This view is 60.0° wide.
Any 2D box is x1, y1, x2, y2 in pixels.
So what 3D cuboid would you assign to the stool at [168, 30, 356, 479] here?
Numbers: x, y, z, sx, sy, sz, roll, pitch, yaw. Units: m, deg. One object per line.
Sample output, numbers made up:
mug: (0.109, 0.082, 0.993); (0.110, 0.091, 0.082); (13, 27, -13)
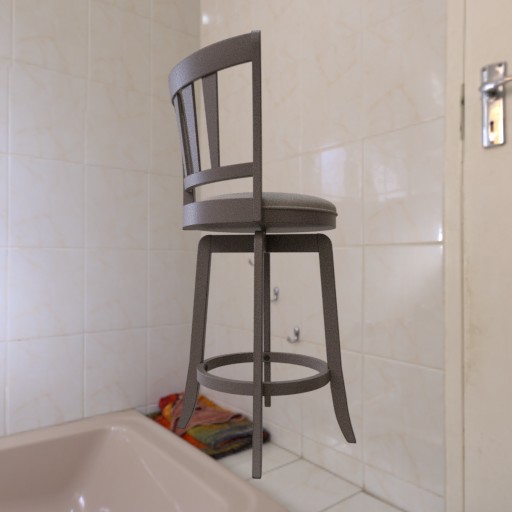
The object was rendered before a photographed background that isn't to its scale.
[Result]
stool: (0.000, 0.000, 1.259); (0.475, 1.023, 0.436); (0, -1, -37)
